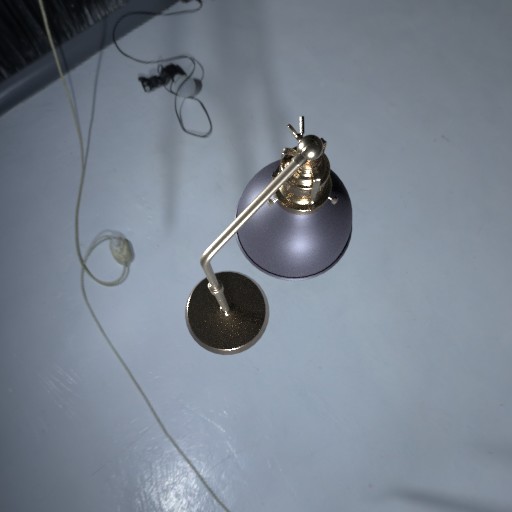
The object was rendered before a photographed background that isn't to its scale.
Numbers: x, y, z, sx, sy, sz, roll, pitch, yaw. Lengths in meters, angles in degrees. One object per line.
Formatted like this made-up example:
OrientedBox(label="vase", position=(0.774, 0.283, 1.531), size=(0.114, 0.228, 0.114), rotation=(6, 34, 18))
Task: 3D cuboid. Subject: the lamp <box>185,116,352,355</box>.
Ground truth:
OrientedBox(label="lamp", position=(0.000, 0.000, 0.597), size=(0.291, 0.456, 0.160), rotation=(-40, 79, -10))
